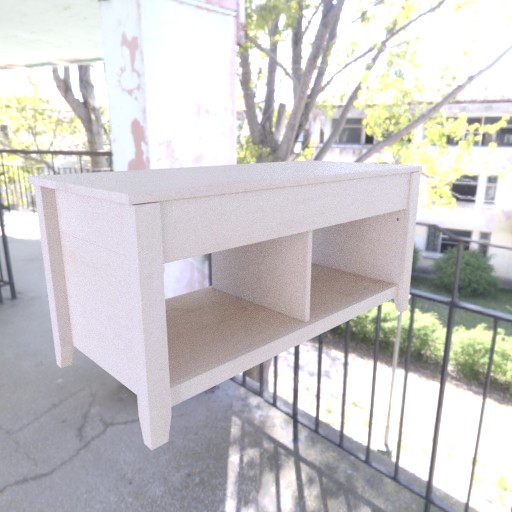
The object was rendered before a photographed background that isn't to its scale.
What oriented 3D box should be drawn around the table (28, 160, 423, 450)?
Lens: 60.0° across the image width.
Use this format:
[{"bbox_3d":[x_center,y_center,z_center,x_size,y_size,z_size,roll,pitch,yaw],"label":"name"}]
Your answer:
[{"bbox_3d":[0.000,0.000,1.265,1.016,0.483,0.457,-14,21,-43],"label":"table"}]
